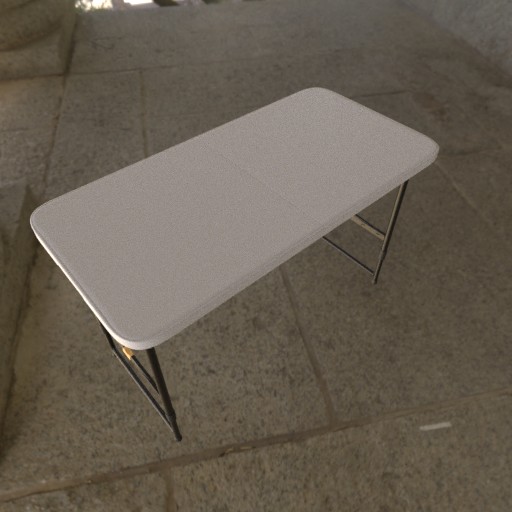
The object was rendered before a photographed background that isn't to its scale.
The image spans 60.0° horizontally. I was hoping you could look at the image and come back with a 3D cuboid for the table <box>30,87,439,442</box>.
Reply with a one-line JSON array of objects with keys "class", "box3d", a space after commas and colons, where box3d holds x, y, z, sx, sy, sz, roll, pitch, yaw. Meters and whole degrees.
[{"class": "table", "box3d": [0.000, 0.000, 1.648, 1.245, 0.737, 0.611, -32, 55, -27]}]
